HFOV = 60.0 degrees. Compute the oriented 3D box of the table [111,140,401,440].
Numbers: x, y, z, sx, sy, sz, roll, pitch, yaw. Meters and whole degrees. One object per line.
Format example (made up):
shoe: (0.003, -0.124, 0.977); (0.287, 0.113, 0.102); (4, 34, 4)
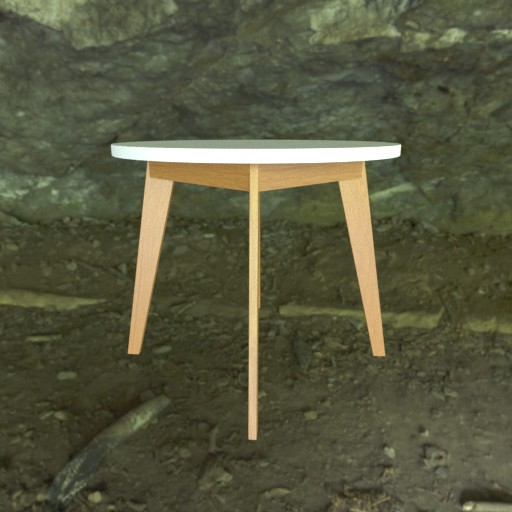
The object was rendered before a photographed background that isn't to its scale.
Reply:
table: (0.000, 0.000, 1.540); (0.896, 0.762, 0.896); (0, 16, 0)
